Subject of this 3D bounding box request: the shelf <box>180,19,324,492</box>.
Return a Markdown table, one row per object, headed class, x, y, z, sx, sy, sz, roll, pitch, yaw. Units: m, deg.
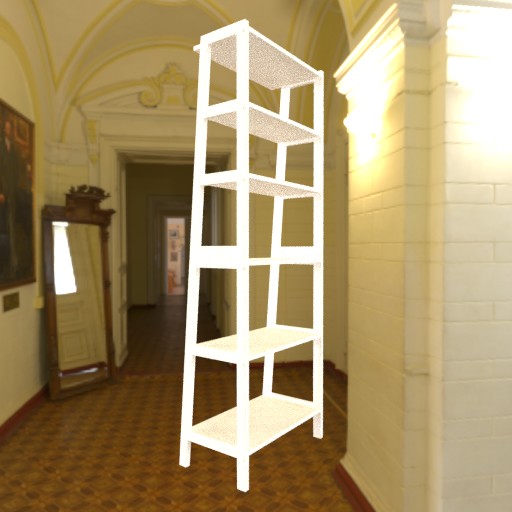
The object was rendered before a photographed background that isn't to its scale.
| class | x | y | z | sx | sy | sz | roll | pitch | yaw |
| --- | --- | --- | --- | --- | --- | --- | --- | --- | --- |
| shelf | 0.000 | 0.000 | 2.147 | 0.381 | 1.892 | 0.660 | 1 | 1 | 37 |
